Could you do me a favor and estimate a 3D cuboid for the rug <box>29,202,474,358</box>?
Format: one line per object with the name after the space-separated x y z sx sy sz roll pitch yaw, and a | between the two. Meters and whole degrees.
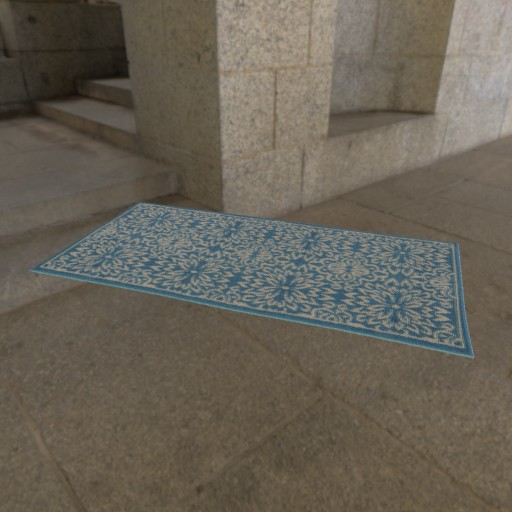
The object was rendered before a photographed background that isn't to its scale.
0.000 0.000 1.397 1.219 0.007 0.604 9 29 16 | rug
